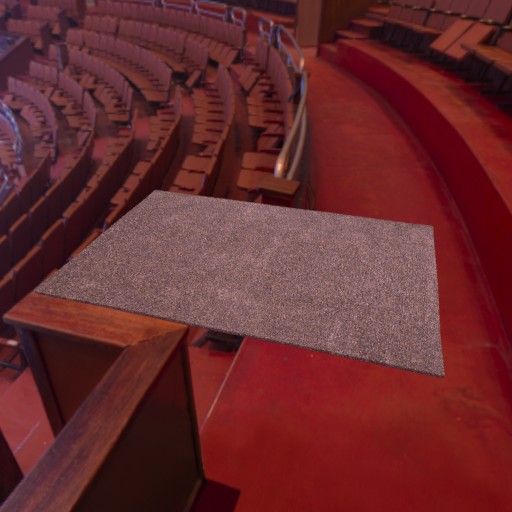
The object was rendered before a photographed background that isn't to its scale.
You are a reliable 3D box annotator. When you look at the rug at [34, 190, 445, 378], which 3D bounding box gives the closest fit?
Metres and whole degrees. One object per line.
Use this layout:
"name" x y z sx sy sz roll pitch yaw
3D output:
"rug" 0.000 0.000 3.485 2.699 0.026 1.802 9 33 14
